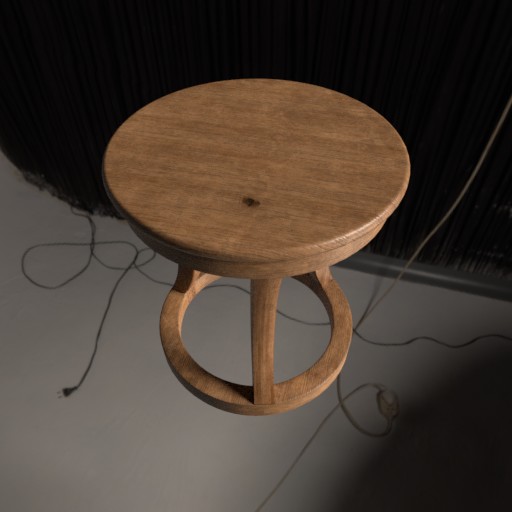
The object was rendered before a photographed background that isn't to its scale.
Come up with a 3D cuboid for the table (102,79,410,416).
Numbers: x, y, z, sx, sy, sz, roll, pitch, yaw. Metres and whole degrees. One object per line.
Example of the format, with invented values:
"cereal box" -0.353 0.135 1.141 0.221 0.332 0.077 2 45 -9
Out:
"table" 0.000 0.000 0.798 0.432 0.460 0.432 0 46 0
